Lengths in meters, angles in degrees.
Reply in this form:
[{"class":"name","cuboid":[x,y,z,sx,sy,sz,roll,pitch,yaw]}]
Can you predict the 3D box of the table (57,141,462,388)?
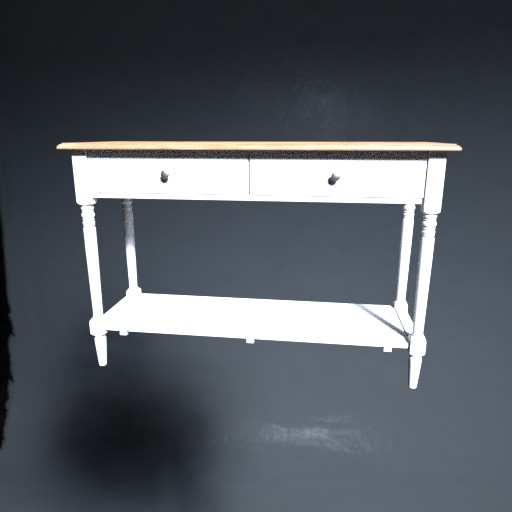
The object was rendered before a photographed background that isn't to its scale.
[{"class":"table","cuboid":[0.000,0.000,1.613,1.219,0.800,0.399,2,15,8]}]
